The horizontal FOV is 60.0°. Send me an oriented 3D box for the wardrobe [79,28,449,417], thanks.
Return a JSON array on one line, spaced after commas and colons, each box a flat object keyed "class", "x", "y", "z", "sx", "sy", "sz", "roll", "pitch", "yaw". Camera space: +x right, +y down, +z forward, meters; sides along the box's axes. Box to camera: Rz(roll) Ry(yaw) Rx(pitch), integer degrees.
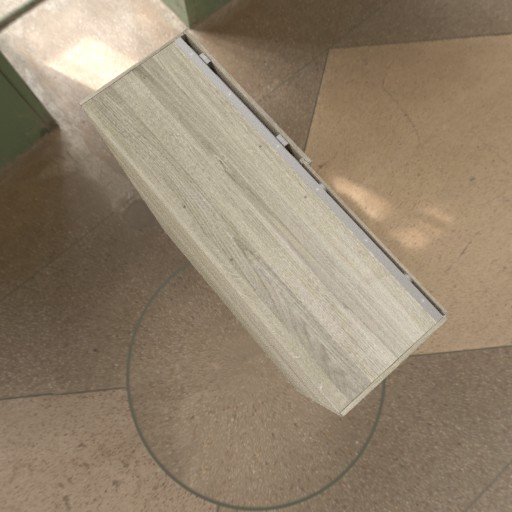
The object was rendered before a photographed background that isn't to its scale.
[{"class": "wardrobe", "x": 0.000, "y": 0.000, "z": 2.859, "sx": 0.629, "sy": 1.960, "sz": 1.780, "roll": -39, "pitch": 79, "yaw": -9}]
